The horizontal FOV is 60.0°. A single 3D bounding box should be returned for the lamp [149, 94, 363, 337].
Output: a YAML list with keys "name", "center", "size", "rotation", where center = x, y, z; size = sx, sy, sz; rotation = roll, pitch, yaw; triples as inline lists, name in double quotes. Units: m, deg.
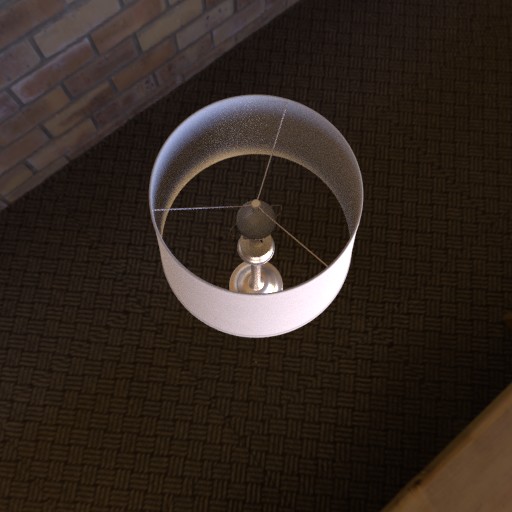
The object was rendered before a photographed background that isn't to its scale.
- name: "lamp"
  center: [0.000, 0.000, 0.880]
  size: [0.331, 0.698, 0.331]
  rotation: [0, 77, 0]
